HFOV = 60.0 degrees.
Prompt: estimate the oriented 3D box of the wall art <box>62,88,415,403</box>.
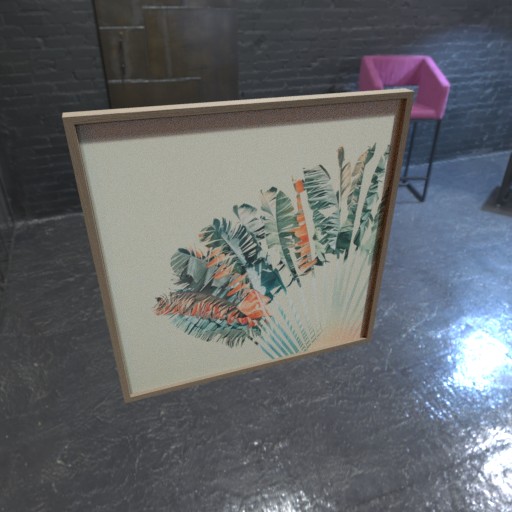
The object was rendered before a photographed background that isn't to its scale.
[{"bbox_3d":[0.000,0.000,1.125,0.761,0.758,0.038,-10,32,-16],"label":"wall art"}]
